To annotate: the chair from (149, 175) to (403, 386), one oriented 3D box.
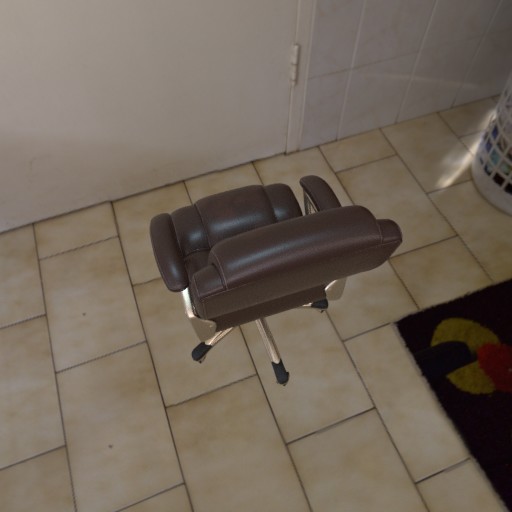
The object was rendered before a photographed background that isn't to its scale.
[{"bbox_3d":[0.000,0.000,1.623,0.692,1.194,0.749,-16,60,-9],"label":"chair"}]
